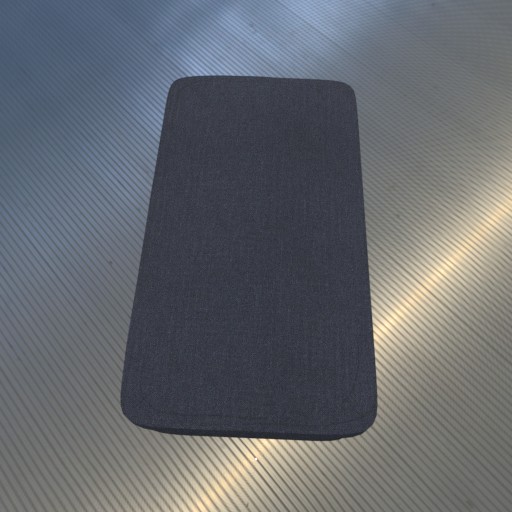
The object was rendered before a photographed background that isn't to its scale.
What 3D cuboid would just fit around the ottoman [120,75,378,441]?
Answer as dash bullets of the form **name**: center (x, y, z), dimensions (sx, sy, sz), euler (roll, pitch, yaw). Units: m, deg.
- **ottoman**: center (0.000, 0.000, 1.175), dimensions (0.505, 0.453, 0.895), euler (2, 65, 1)
